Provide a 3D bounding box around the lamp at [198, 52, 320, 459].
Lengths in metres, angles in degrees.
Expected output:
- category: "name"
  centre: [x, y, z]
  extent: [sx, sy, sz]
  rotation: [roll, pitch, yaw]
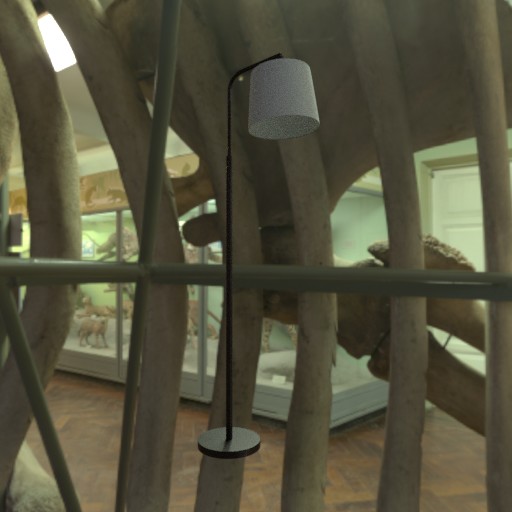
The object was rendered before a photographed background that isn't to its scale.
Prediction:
- category: "lamp"
  centre: [0.000, 0.000, 1.667]
  extent: [0.508, 1.478, 0.254]
  rotation: [-1, -1, 37]
